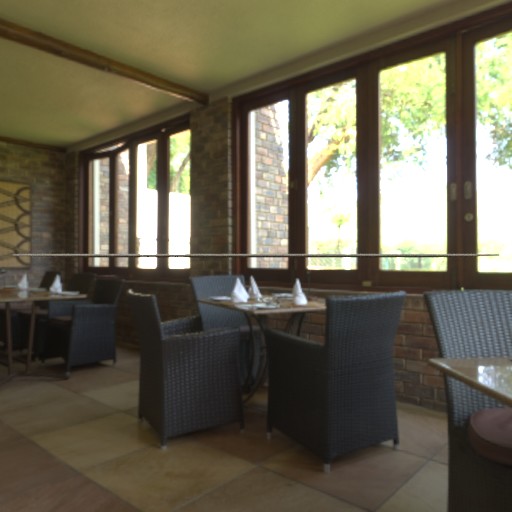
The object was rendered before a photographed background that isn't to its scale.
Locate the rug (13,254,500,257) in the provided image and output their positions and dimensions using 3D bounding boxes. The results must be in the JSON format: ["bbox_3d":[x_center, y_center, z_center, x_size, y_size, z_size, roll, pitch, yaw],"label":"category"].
[{"bbox_3d":[0.000,0.000,2.583,2.435,0.009,0.750,0,-1,0],"label":"rug"}]
